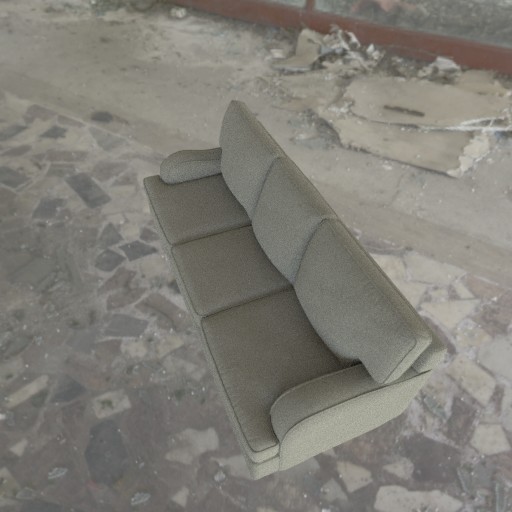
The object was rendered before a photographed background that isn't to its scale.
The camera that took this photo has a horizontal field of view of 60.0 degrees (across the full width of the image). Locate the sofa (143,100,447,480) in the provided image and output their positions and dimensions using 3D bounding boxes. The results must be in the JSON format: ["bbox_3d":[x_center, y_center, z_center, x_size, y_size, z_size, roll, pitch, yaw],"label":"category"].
[{"bbox_3d":[0.000,0.000,2.864,1.016,0.997,2.323,-17,48,-15],"label":"sofa"}]
